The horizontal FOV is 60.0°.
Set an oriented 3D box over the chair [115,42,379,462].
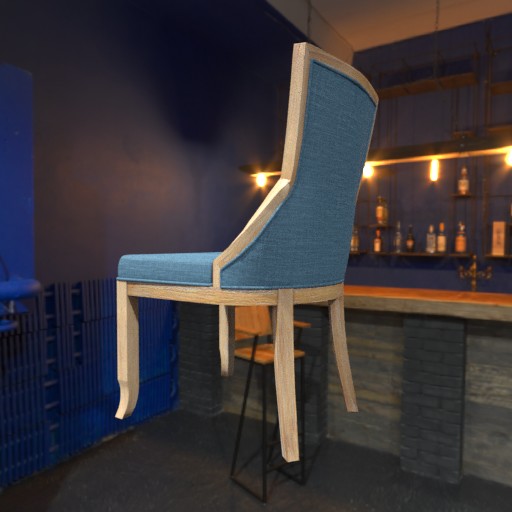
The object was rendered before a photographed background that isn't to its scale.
[{"bbox_3d":[0.000,0.000,1.315,0.641,0.947,0.524,1,2,35],"label":"chair"}]
